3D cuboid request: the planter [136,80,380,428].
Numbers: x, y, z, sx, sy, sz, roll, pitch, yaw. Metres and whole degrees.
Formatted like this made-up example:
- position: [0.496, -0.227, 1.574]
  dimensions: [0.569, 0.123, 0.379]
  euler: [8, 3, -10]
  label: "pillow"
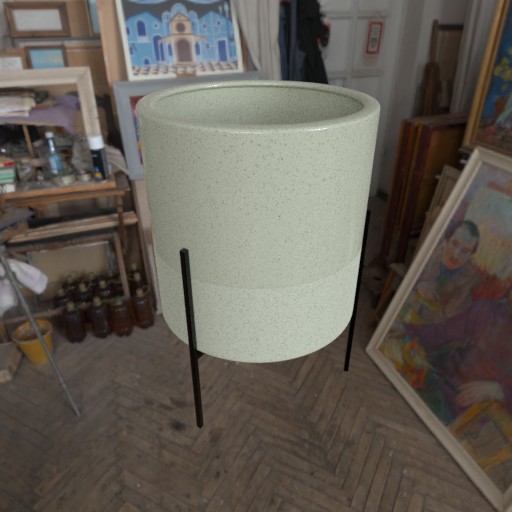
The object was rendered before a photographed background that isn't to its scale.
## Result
- position: [0.000, 0.000, 0.698]
  dimensions: [0.314, 0.475, 0.323]
  euler: [19, 35, 29]
  label: "planter"
